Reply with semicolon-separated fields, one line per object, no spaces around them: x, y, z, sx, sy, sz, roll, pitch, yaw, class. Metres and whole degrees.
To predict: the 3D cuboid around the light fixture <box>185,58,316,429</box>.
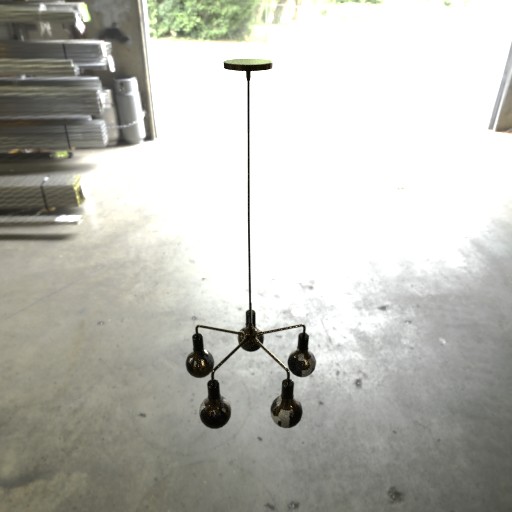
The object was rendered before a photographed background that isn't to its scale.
0.000;0.000;1.218;0.421;0.988;0.438;-10;32;-16;light fixture
